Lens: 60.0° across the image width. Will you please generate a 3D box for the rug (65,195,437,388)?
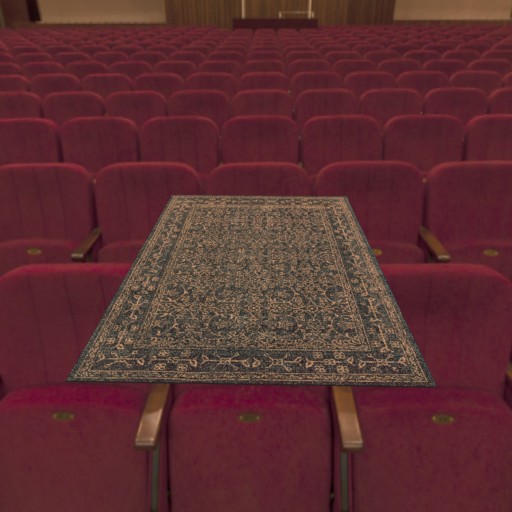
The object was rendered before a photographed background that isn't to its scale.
[{"bbox_3d":[0.000,0.000,2.238,1.200,0.005,1.819,1,27,1],"label":"rug"}]
